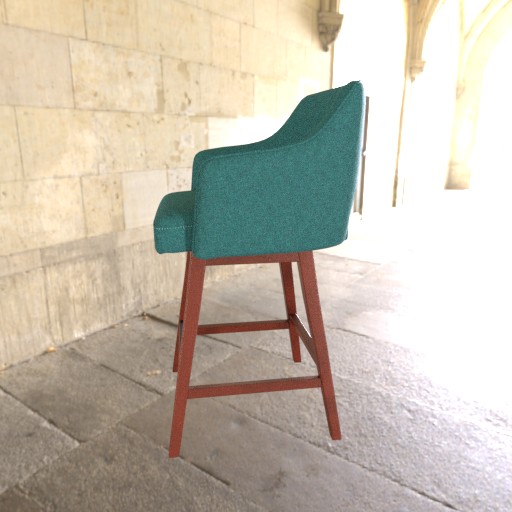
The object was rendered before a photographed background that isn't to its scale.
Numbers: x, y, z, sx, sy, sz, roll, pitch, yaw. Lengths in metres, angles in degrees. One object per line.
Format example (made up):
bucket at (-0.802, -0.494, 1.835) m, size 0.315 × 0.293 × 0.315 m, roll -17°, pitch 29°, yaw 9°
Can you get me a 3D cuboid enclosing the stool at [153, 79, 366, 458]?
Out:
stool at (0.000, 0.000, 1.313) m, size 0.556 × 0.961 × 0.548 m, roll -2°, pitch 15°, yaw -9°
